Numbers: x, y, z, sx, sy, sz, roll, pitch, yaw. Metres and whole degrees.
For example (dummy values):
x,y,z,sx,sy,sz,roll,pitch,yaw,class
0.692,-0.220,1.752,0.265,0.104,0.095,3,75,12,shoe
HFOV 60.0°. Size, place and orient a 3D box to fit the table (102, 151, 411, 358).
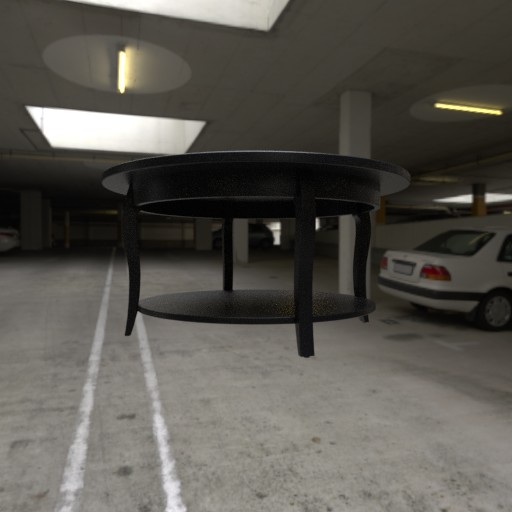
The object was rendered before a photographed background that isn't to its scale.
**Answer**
x,y,z,sx,sy,sz,roll,pitch,yaw,class
0.000,0.000,1.393,0.914,0.457,0.914,0,1,0,table
